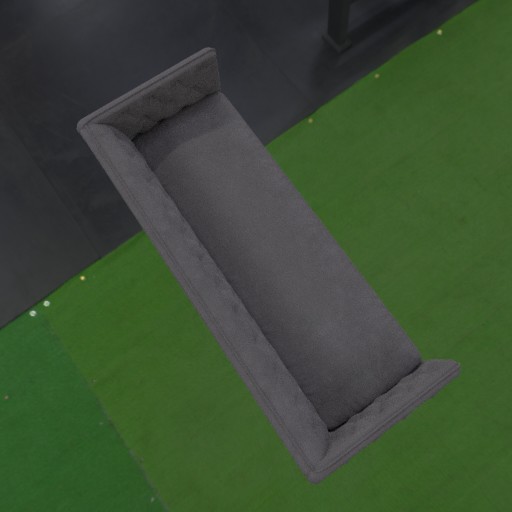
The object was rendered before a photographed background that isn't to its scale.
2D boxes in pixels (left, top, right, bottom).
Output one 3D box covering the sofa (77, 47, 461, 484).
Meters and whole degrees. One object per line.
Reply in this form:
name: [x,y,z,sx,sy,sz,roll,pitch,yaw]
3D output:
sofa: [0.000,0.000,2.573,0.895,0.771,2.209,-34,78,-8]
